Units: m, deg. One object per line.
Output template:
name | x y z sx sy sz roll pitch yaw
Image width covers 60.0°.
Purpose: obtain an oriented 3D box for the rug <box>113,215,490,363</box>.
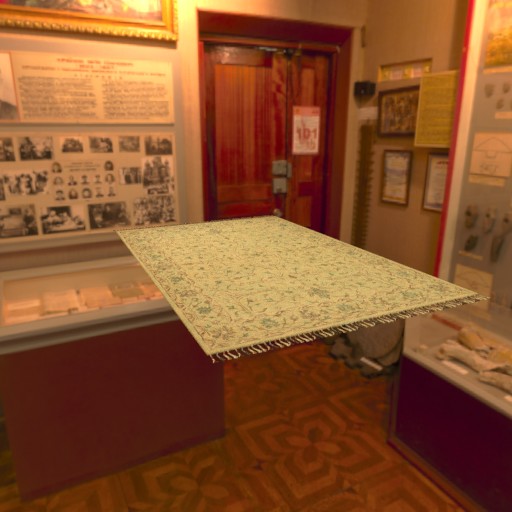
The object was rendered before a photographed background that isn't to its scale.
rug | 0.000 0.000 3.023 1.544 0.010 2.435 -8 18 -24
